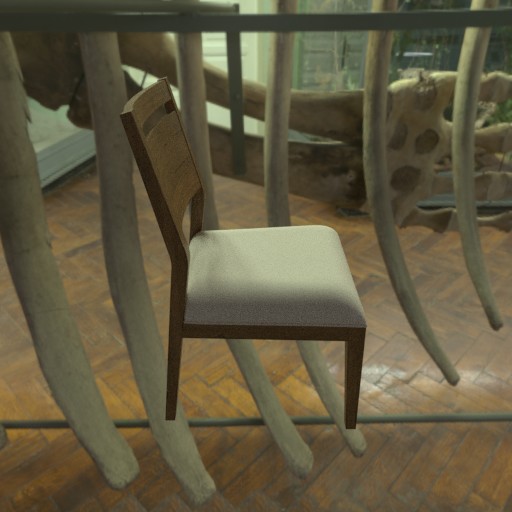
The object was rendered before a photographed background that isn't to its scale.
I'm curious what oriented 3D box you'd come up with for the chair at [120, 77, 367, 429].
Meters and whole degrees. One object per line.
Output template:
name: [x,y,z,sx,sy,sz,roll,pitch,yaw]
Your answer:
chair: [0.000,0.000,1.324,0.610,0.939,0.497,0,31,0]
